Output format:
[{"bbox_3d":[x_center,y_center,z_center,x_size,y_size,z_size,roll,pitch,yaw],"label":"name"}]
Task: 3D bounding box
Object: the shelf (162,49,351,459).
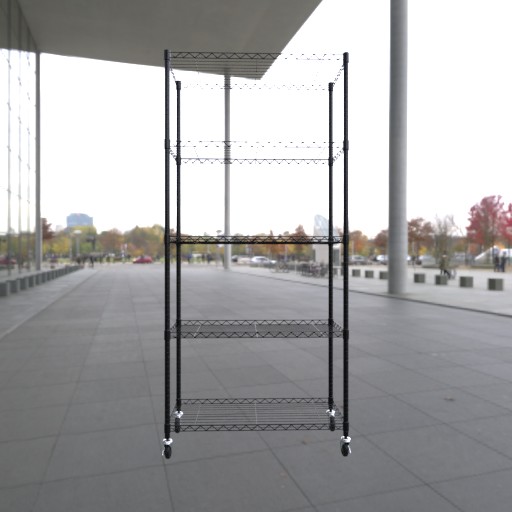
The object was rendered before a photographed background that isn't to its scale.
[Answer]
[{"bbox_3d":[0.000,0.000,1.942,0.762,1.645,0.356,0,0,-2],"label":"shelf"}]
